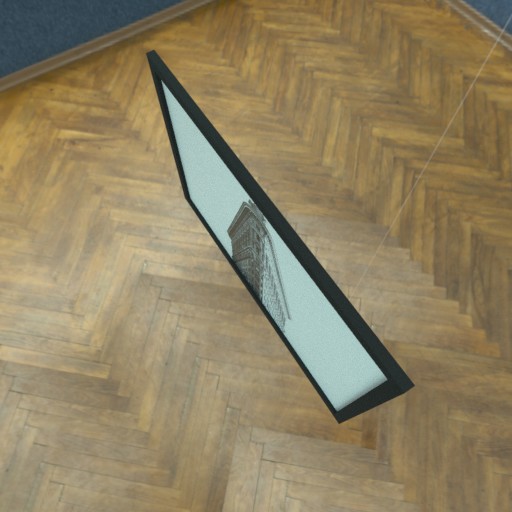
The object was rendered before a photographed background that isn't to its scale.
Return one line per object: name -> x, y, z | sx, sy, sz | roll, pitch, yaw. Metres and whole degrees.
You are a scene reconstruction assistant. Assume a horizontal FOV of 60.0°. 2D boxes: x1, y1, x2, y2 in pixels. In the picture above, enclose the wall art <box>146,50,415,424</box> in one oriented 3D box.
wall art -> 0.000, 0.000, 1.217 | 0.026, 0.656, 0.958 | -30, 69, -13
